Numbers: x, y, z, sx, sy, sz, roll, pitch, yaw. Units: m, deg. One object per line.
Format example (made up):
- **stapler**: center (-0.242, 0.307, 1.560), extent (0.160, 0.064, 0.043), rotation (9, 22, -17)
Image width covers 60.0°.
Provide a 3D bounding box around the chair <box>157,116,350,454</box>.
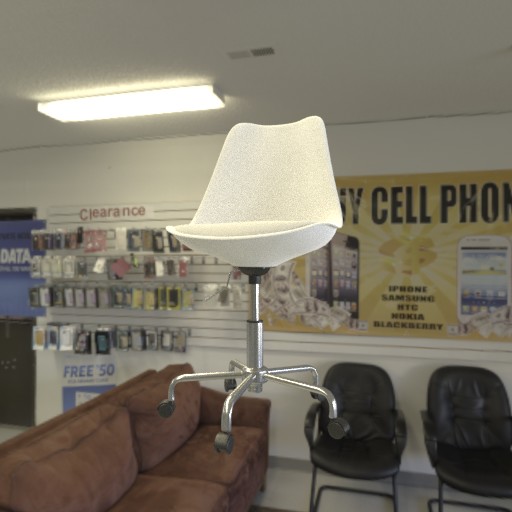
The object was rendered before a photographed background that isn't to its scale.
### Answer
- **chair**: center (0.000, 0.000, 1.285), extent (0.550, 0.930, 0.550), rotation (0, 0, 18)
